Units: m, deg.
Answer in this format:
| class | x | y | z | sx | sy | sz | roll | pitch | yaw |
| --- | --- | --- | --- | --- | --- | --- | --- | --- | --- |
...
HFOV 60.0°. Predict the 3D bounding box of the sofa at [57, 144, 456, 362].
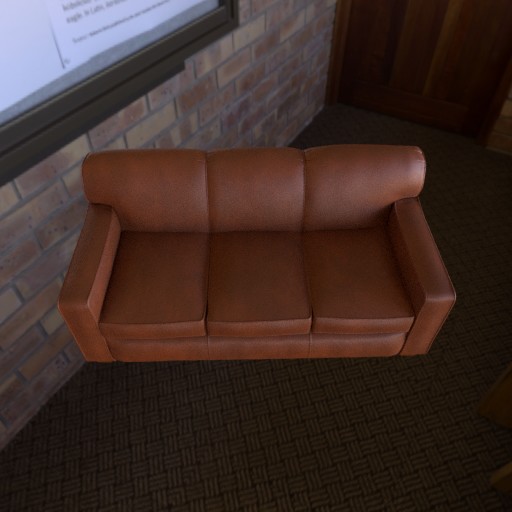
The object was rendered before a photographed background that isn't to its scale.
| class | x | y | z | sx | sy | sz | roll | pitch | yaw |
| --- | --- | --- | --- | --- | --- | --- | --- | --- | --- |
| sofa | 0.000 | 0.000 | 2.634 | 2.039 | 0.953 | 1.008 | -1 | 47 | -1 |
